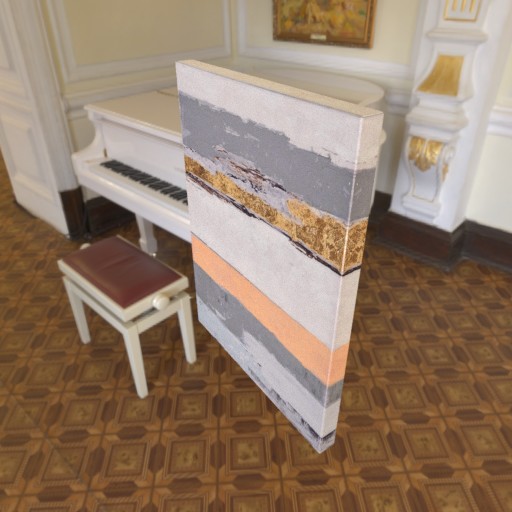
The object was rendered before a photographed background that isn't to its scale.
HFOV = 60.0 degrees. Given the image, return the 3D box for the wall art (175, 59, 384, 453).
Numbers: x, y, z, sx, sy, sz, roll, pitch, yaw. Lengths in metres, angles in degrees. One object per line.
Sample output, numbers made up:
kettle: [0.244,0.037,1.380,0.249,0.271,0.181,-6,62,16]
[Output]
wall art: [0.000,0.000,0.813,0.038,0.609,0.456,-21,38,-29]
